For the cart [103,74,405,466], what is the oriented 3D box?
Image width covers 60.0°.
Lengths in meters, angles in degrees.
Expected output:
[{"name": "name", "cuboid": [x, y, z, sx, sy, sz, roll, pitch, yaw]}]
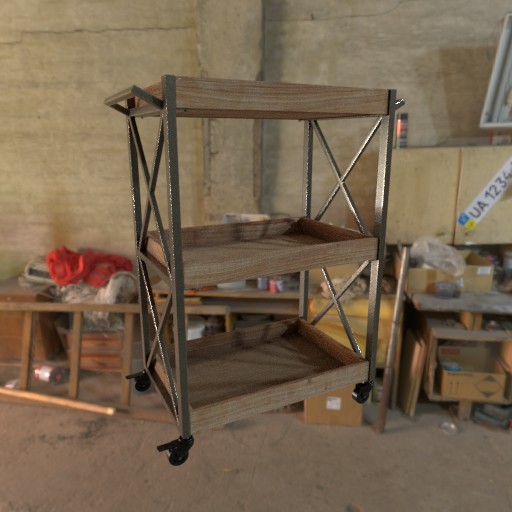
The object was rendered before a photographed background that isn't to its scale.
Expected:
[{"name": "cart", "cuboid": [0.000, 0.000, 1.191, 0.673, 0.835, 0.377, -8, 17, -26]}]
